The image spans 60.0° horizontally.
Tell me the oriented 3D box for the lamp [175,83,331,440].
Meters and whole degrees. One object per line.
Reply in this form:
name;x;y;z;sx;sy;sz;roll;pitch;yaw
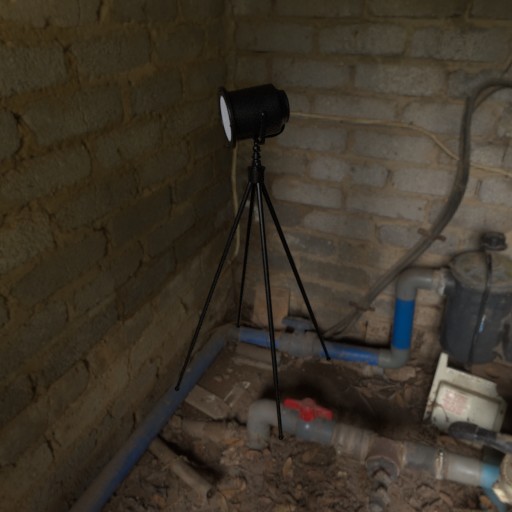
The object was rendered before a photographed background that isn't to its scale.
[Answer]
lamp;0.000;0.000;2.060;0.884;1.504;0.879;-8;30;-13
